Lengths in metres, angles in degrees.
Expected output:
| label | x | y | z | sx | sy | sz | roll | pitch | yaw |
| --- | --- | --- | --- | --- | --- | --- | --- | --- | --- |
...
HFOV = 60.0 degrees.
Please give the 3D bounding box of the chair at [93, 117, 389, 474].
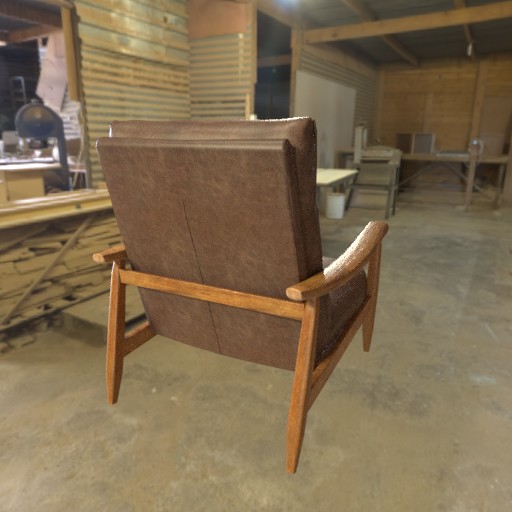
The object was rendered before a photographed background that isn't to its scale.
| label | x | y | z | sx | sy | sz | roll | pitch | yaw |
| --- | --- | --- | --- | --- | --- | --- | --- | --- | --- |
| chair | 0.000 | 0.000 | 1.531 | 0.782 | 0.897 | 0.830 | 8 | 18 | 27 |
